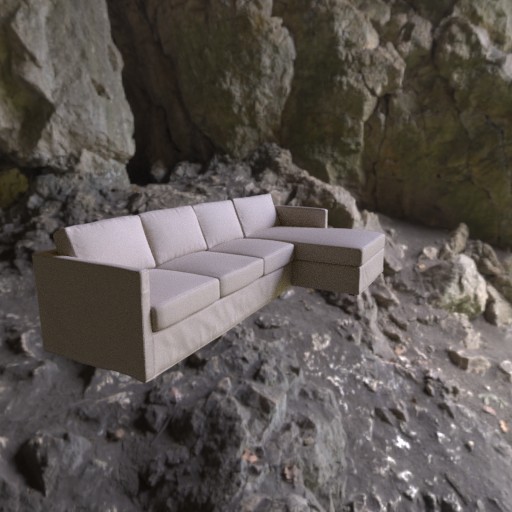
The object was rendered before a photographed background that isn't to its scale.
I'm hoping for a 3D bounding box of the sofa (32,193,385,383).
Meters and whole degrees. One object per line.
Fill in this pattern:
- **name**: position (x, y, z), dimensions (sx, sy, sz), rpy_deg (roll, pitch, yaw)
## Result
- **sofa**: position (0.000, 0.000, 3.930), dimensions (1.622, 0.871, 3.206), rpy_deg (7, 15, 27)
